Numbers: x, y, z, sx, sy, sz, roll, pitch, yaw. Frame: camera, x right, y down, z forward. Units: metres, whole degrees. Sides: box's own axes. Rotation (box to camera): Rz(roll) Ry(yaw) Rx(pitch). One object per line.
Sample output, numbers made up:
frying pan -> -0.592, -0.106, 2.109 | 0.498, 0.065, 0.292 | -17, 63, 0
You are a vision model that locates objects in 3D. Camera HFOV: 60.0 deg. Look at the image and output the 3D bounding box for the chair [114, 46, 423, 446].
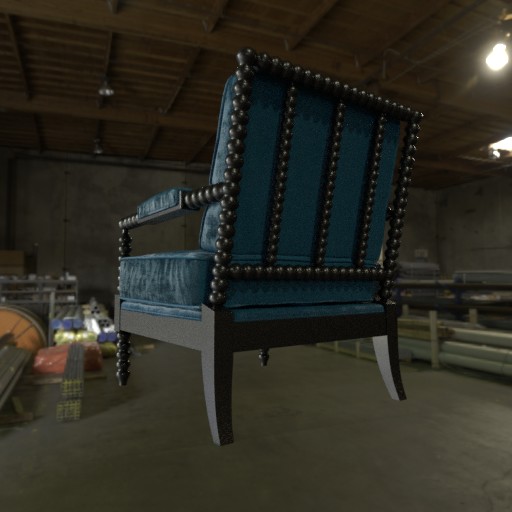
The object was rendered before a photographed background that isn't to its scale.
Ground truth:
chair -> 0.000, 0.000, 1.405 | 0.688, 0.857, 0.805 | 2, -4, -36
